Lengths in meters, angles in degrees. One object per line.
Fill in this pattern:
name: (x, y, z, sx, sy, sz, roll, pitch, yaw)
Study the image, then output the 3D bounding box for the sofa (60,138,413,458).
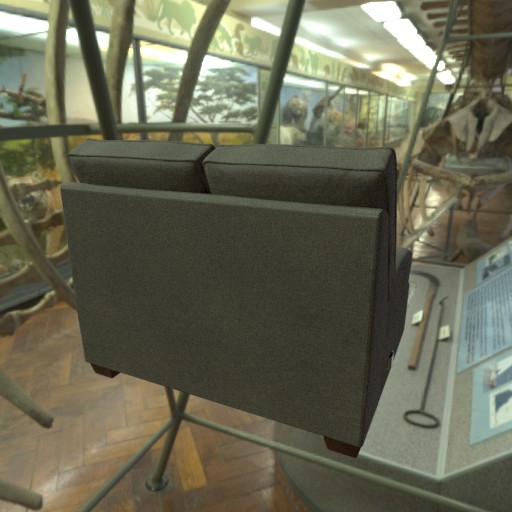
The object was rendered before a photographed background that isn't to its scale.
sofa: (0.000, 0.000, 1.947, 1.237, 1.008, 0.951, 8, 19, 25)
